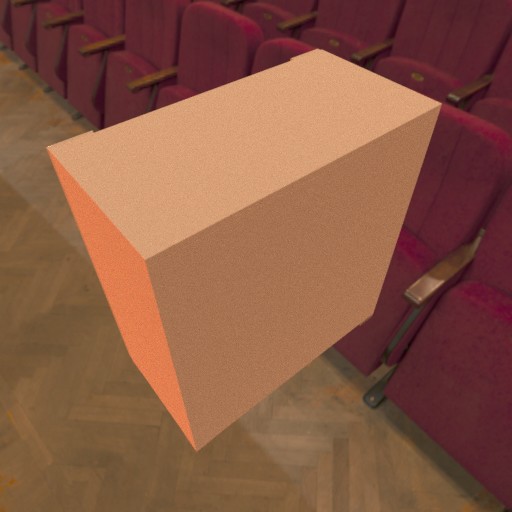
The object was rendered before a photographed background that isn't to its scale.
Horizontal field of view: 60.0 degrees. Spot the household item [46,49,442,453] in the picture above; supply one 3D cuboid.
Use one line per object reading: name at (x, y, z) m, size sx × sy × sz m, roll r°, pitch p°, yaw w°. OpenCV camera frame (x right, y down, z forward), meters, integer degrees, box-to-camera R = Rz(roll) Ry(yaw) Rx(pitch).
household item at (0.000, 0.000, 1.311) m, size 0.800 × 0.870 × 0.420 m, roll -31°, pitch 54°, yaw -26°
